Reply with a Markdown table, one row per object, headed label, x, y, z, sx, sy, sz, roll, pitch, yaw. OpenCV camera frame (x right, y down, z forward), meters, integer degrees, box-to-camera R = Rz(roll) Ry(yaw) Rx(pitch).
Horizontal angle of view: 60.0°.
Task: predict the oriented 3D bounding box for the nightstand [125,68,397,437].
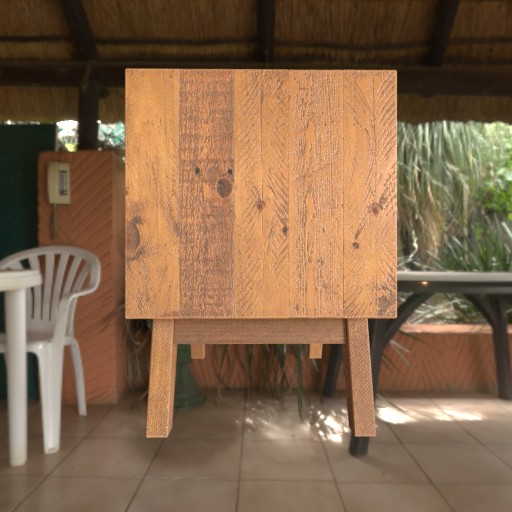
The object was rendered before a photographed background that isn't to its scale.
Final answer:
| label | x | y | z | sx | sy | sz | roll | pitch | yaw |
| --- | --- | --- | --- | --- | --- | --- | --- | --- | --- |
| nightstand | 0.000 | 0.000 | 1.036 | 0.450 | 0.599 | 0.650 | 0 | 0 | -1 |
